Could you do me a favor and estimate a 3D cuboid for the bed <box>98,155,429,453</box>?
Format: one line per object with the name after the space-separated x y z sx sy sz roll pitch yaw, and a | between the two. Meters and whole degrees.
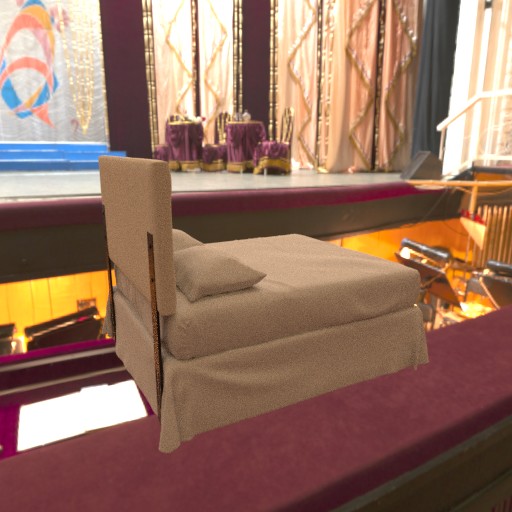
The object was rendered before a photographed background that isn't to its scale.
0.000 0.000 3.570 2.222 1.577 1.936 -7 16 -28 | bed
